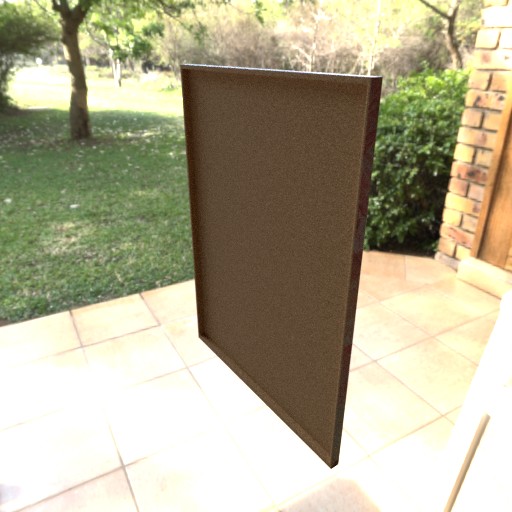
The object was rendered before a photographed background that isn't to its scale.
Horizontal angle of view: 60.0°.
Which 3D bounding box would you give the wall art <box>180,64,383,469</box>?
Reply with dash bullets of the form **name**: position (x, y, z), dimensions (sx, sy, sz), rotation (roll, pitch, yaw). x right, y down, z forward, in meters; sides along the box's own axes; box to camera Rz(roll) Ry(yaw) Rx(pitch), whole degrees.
- **wall art**: position (0.000, 0.000, 1.303), dimensions (0.031, 1.015, 0.762), rotation (-17, 30, -32)
